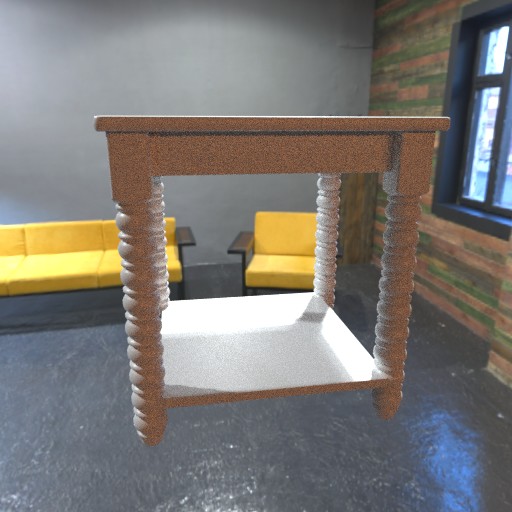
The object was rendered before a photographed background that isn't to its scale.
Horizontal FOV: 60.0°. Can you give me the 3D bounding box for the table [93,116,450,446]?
[{"bbox_3d":[0.000,0.000,0.954,0.533,0.563,0.500,-3,16,-9],"label":"table"}]
